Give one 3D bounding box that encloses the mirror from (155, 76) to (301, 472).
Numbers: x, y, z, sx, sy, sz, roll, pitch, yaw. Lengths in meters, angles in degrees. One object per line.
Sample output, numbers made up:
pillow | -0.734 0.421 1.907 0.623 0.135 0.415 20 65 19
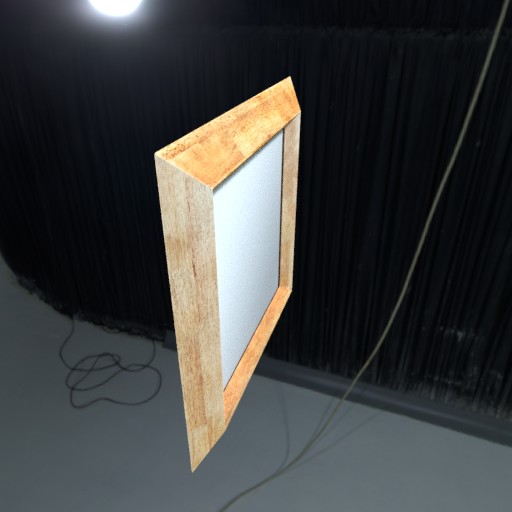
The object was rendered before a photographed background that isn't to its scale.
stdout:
mirror | 0.000 0.000 0.979 0.047 0.651 0.651 10 32 16
